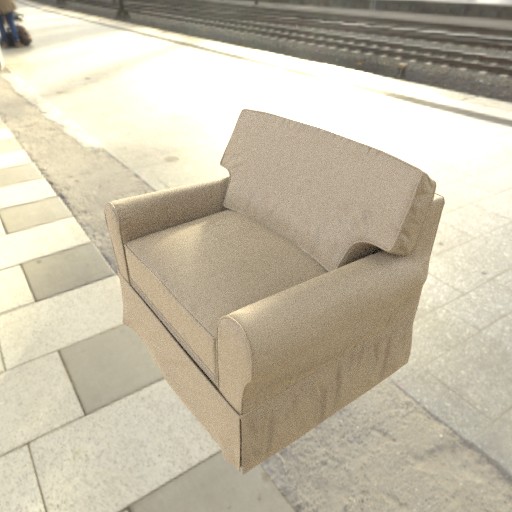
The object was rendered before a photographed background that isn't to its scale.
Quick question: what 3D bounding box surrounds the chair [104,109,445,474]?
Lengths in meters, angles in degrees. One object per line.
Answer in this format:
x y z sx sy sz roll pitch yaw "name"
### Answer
0.000 0.000 1.792 0.903 0.937 1.096 -22 38 -30 "chair"
